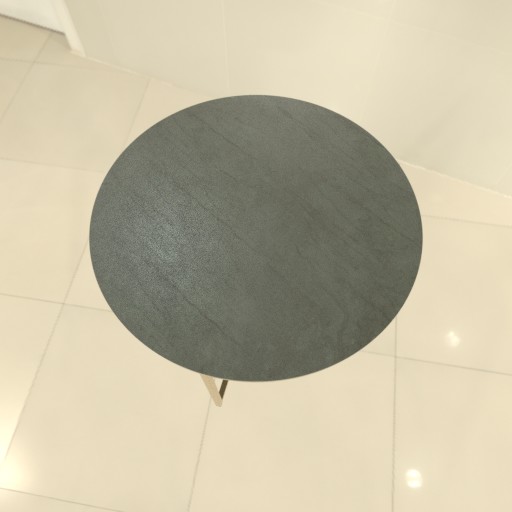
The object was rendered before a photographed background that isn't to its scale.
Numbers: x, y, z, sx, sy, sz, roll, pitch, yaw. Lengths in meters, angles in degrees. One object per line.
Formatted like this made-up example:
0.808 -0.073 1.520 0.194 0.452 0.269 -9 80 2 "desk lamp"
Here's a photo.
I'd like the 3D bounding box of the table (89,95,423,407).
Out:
0.000 0.000 1.279 0.800 0.450 0.800 0 63 0 "table"
